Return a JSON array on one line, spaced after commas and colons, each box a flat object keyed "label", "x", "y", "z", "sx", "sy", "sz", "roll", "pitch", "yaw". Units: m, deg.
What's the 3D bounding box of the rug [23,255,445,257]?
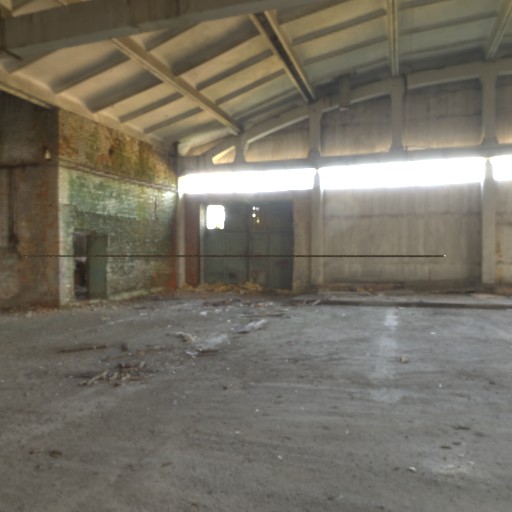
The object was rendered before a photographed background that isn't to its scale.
[{"label": "rug", "x": 0.000, "y": 0.000, "z": 4.150, "sx": 3.057, "sy": 0.013, "sz": 2.434, "roll": 0, "pitch": 0, "yaw": 18}]
